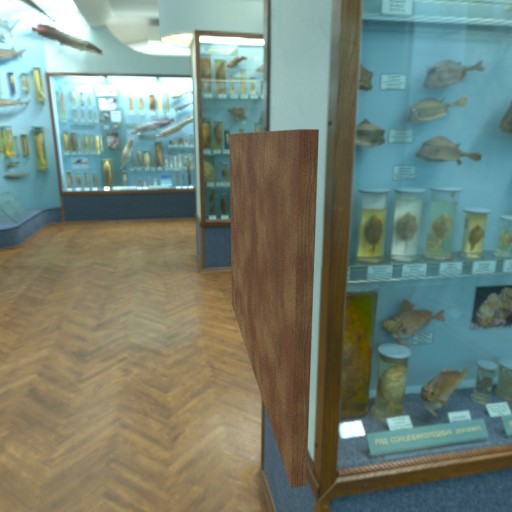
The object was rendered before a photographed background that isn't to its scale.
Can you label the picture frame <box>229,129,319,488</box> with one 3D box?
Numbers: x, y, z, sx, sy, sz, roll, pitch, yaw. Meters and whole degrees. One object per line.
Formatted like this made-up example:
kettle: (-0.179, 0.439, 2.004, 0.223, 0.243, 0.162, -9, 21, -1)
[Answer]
picture frame: (0.000, 0.000, 1.194, 0.029, 0.640, 0.950, -3, 15, -9)
